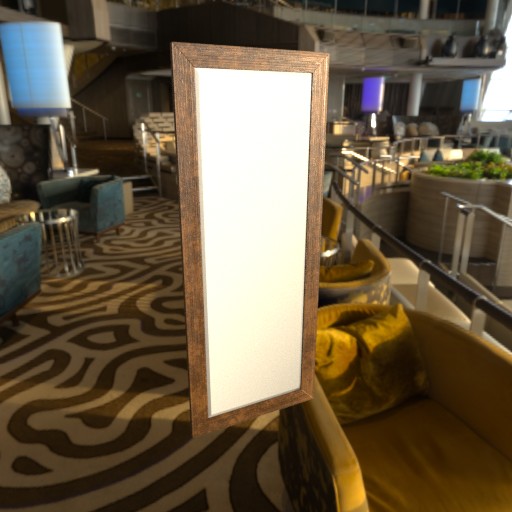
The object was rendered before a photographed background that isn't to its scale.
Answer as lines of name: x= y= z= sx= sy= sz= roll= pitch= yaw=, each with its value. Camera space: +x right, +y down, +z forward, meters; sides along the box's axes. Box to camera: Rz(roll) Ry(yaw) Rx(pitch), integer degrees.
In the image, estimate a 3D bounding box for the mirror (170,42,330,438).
mirror: x=0.000 y=0.000 z=2.374 sx=0.812 sy=2.031 sz=0.032 roll=-9 pitch=20 yaw=-25
